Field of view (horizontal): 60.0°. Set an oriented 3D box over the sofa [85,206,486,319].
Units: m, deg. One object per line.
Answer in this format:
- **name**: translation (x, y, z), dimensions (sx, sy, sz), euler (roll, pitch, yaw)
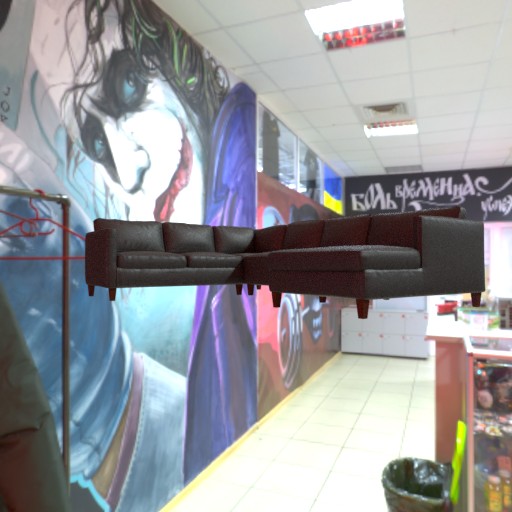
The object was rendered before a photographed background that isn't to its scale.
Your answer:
- **sofa**: translation (0.000, 0.000, 4.564), dimensions (2.593, 0.923, 3.460), euler (1, -1, -35)
